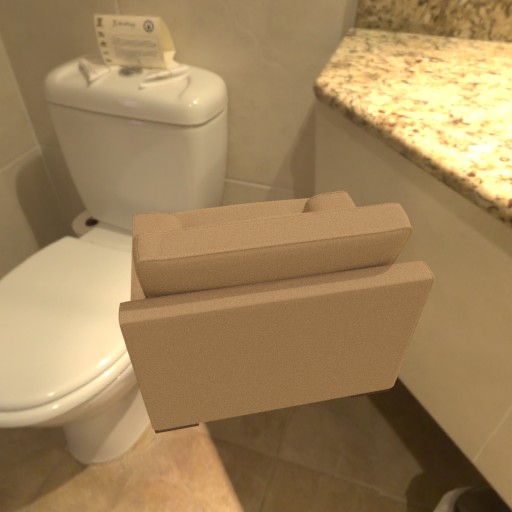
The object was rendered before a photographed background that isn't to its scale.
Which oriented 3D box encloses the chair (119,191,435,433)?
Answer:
[{"bbox_3d":[0.000,0.000,2.168,1.293,1.005,1.274,-13,43,-14],"label":"chair"}]
